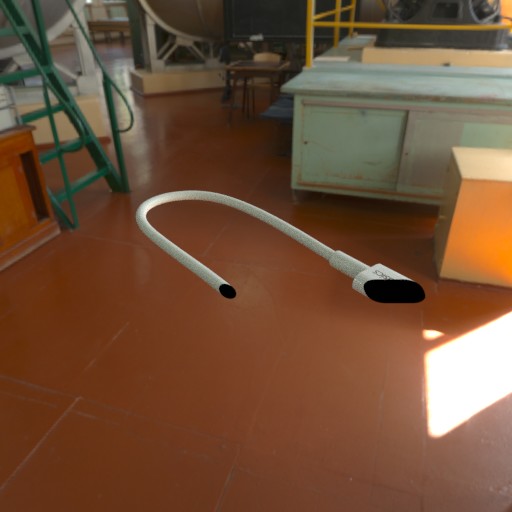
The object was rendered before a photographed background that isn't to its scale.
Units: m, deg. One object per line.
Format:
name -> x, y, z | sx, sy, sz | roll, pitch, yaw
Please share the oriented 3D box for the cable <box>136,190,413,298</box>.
cable -> 0.000, 0.000, 0.113 | 0.041, 0.005, 0.098 | -22, 37, -32
